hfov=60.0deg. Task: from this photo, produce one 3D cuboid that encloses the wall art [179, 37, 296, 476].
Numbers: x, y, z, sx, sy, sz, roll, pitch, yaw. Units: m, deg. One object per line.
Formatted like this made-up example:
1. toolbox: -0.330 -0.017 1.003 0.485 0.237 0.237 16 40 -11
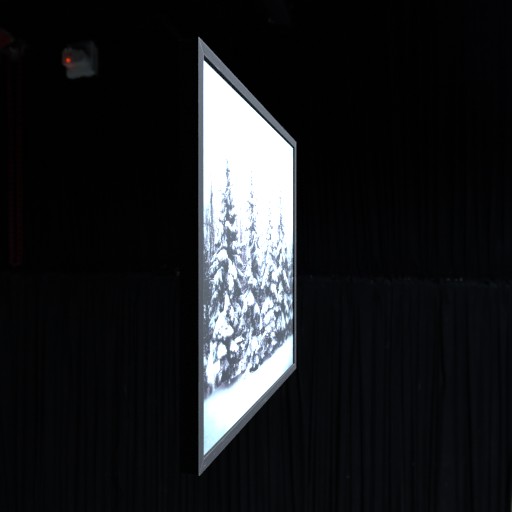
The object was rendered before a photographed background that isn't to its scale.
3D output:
1. wall art: 0.000 0.000 1.136 0.037 0.761 0.761 0 0 18
